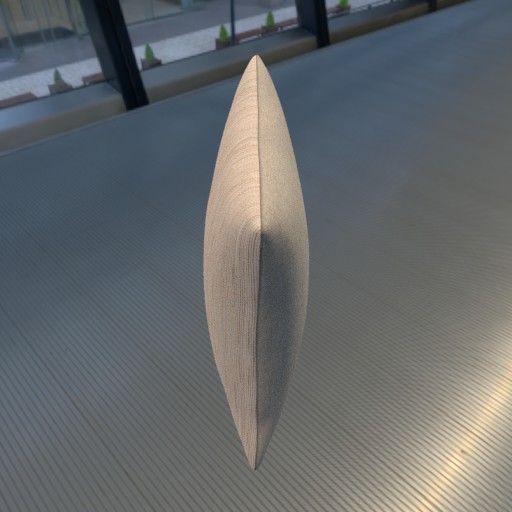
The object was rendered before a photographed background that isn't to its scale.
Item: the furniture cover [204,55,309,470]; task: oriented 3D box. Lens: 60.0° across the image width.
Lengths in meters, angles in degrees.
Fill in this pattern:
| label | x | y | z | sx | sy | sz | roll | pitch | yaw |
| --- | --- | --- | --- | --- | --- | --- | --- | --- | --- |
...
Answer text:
| label | x | y | z | sx | sy | sz | roll | pitch | yaw |
| --- | --- | --- | --- | --- | --- | --- | --- | --- | --- |
| furniture cover | 0.000 | 0.000 | 0.762 | 0.178 | 0.506 | 0.512 | 0 | 42 | 0 |
